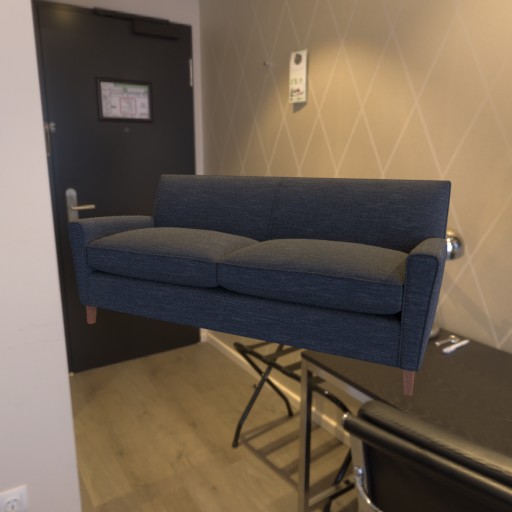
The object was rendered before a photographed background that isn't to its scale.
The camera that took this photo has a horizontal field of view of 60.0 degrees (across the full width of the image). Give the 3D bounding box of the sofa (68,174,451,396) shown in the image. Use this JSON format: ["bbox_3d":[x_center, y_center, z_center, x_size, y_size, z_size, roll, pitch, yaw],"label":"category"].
[{"bbox_3d":[0.000,0.000,2.495,1.976,0.846,0.875,6,14,26],"label":"sofa"}]
